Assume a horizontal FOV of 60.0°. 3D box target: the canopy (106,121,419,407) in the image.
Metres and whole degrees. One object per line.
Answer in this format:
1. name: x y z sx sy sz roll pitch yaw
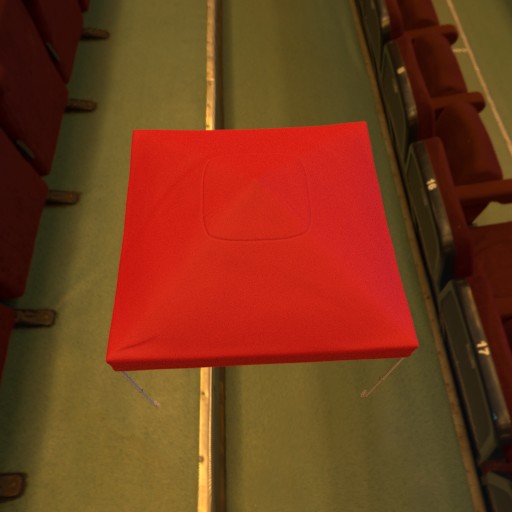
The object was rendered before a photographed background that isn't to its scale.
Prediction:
1. canopy: 0.000 0.000 5.556 2.998 2.997 2.996 -2 61 -1
